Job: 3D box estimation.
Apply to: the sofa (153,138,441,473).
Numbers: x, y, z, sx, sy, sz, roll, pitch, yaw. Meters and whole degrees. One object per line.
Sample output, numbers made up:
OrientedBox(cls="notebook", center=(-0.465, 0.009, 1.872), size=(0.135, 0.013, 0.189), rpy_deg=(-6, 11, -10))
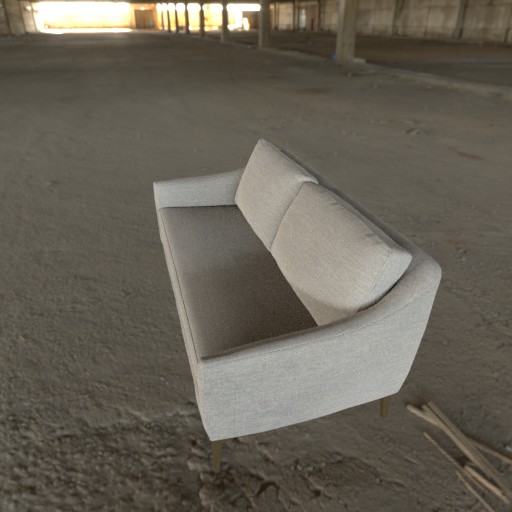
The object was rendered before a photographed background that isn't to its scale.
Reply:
OrientedBox(cls="sofa", center=(0.000, 0.000, 2.545), size=(0.980, 0.913, 2.036), rpy_deg=(-8, 29, -14))
